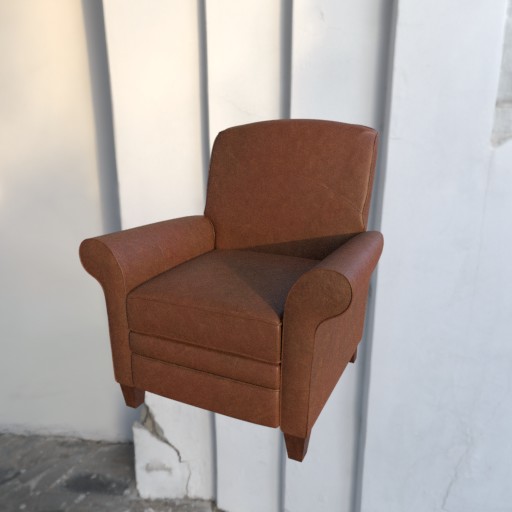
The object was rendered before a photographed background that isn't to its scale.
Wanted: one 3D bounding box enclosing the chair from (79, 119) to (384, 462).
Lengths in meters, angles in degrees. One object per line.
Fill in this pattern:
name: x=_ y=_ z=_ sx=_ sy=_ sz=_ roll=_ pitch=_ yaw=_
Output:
chair: x=0.000 y=0.000 z=1.757 sx=0.978 sy=1.061 sz=0.902 roll=7 pitch=17 yaw=24
